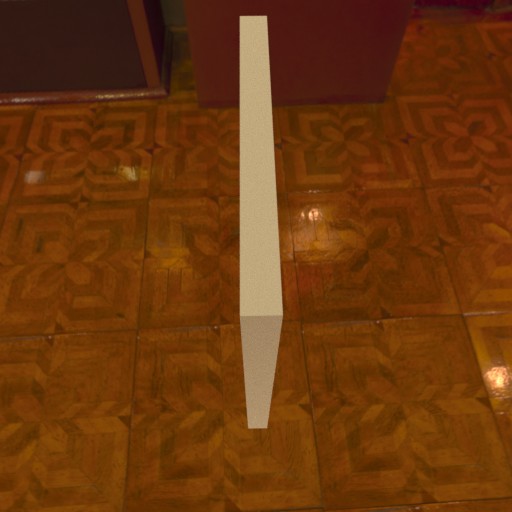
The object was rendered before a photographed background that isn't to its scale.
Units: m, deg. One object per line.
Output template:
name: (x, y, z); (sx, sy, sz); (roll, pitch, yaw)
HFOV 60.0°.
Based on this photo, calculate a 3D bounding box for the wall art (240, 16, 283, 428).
wall art: (0.000, 0.000, 0.741); (0.039, 0.553, 0.451); (-1, 59, -1)
